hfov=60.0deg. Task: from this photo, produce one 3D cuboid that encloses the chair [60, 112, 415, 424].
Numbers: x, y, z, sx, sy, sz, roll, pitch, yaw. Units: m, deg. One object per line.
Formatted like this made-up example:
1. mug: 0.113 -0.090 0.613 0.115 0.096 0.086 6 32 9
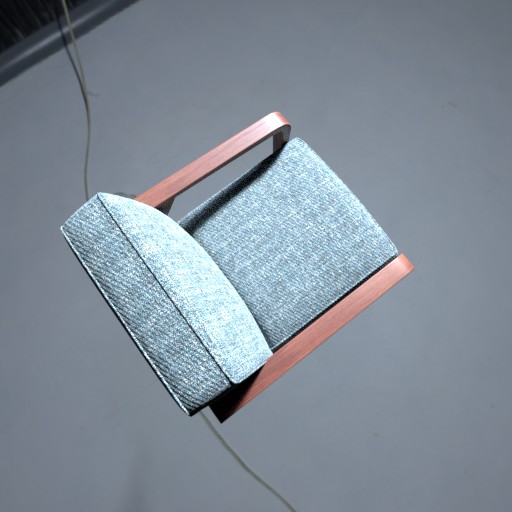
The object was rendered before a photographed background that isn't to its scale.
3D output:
1. chair: 0.000 0.000 1.520 0.889 0.864 0.719 -36 79 -9
